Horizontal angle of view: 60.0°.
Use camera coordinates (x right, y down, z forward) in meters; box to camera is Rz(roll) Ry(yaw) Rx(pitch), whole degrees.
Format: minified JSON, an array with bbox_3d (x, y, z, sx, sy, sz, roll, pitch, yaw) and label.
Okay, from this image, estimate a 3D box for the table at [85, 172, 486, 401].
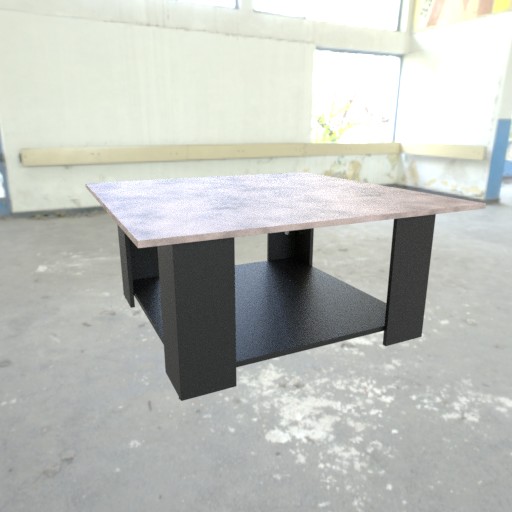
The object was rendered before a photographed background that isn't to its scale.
[{"bbox_3d":[0.000,0.000,1.053,0.670,0.305,0.670,-8,18,-25],"label":"table"}]
